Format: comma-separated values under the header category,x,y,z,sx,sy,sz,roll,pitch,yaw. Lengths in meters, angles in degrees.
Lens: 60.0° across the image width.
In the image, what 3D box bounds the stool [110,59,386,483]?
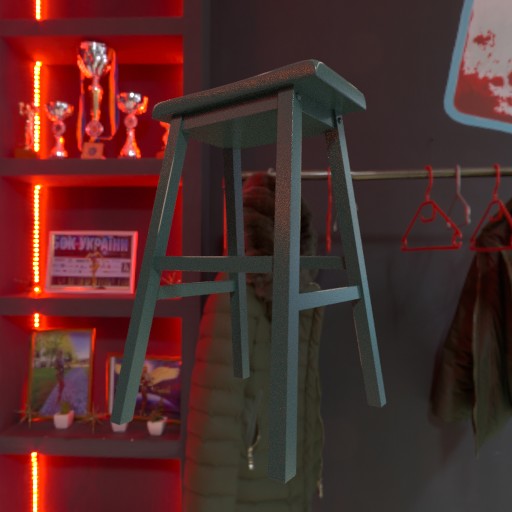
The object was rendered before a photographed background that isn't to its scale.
category,x,y,z,sx,sy,sz,roll,pitch,yaw
stool,0.000,0.000,1.043,0.457,0.737,0.476,0,0,36
